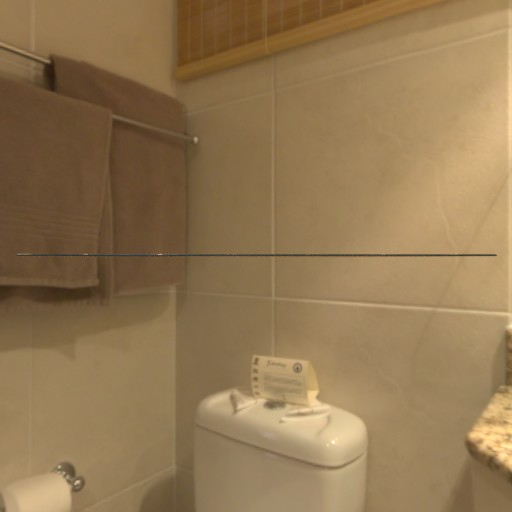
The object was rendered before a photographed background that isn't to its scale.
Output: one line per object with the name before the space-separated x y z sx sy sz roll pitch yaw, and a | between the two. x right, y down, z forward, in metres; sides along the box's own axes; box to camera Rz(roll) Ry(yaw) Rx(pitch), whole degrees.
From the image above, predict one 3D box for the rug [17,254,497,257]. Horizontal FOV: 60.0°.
rug | 0.000 0.000 4.291 3.342 0.018 2.432 0 0 -1
